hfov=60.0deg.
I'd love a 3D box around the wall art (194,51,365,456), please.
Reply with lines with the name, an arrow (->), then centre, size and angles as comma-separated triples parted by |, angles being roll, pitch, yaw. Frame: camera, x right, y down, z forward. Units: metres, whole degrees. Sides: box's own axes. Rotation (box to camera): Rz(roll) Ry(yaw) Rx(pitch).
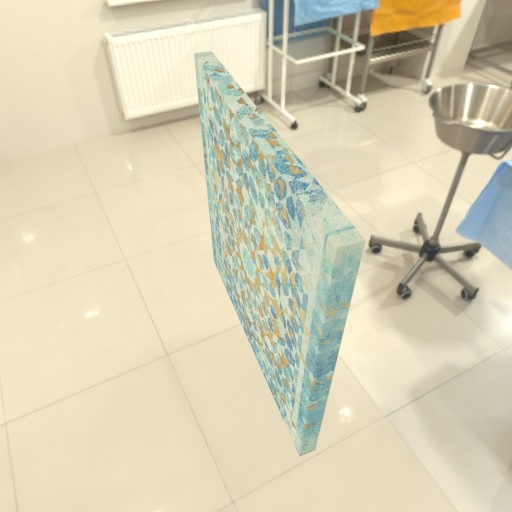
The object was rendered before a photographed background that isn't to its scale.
wall art -> 0.000, 0.000, 0.920 | 0.040, 0.609, 0.609 | -15, 47, -14
